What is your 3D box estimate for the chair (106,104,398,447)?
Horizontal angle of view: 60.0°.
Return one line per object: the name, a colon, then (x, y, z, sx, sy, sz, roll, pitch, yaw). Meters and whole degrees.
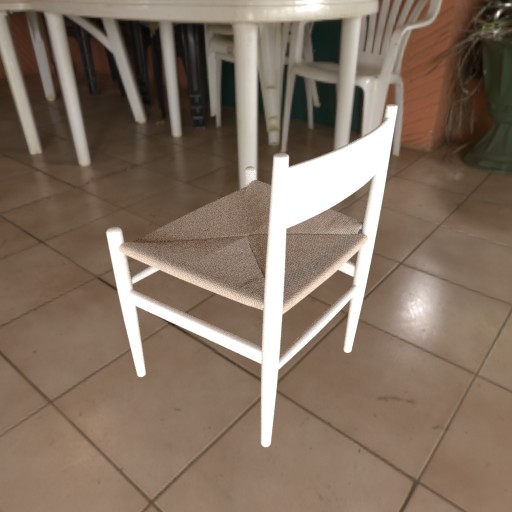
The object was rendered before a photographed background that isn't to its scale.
chair: (0.000, 0.000, 1.170, 0.495, 0.762, 0.556, 23, 39, 32)
